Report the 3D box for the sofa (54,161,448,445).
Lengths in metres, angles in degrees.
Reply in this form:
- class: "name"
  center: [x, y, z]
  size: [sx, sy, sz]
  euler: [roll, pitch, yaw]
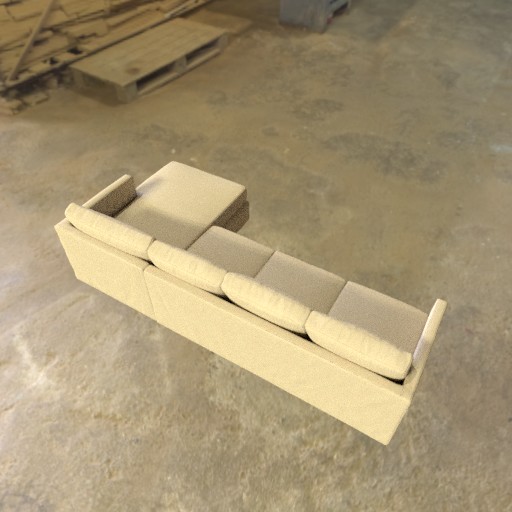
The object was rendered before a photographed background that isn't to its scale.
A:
- class: "sofa"
  center: [0.000, 0.000, 3.952]
  size: [3.206, 0.871, 1.622]
  euler: [23, 50, 21]
